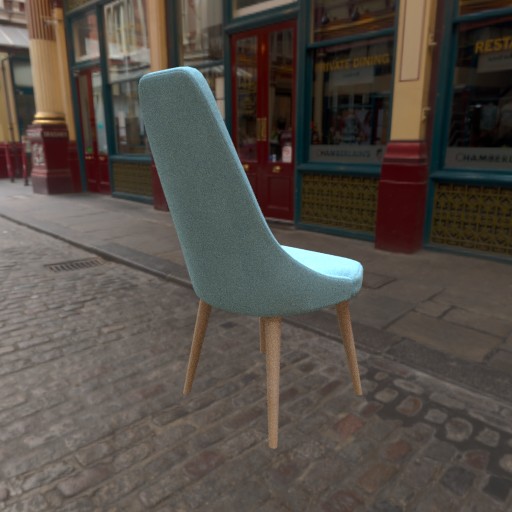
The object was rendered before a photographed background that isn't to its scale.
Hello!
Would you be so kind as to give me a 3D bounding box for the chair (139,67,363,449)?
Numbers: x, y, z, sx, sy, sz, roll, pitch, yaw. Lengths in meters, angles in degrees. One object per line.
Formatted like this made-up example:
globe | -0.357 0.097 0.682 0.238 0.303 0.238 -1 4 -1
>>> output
chair | 0.000 0.000 1.417 0.510 1.040 0.660 13 19 43
